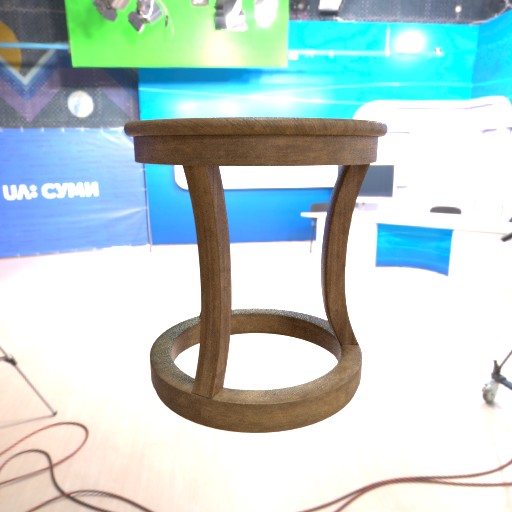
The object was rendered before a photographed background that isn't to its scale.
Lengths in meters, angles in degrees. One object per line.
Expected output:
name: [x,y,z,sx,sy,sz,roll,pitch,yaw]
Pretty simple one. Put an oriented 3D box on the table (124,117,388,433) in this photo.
table: [0.000,0.000,0.808,0.432,0.460,0.432,0,14,0]
